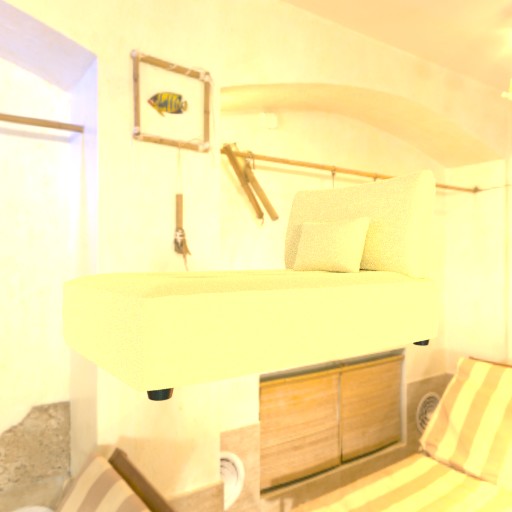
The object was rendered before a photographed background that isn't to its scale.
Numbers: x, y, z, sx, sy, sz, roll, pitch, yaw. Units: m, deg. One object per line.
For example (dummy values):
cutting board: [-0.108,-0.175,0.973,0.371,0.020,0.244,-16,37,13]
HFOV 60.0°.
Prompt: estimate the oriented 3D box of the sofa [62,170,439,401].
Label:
sofa: [0.000,0.000,2.005,1.450,0.820,0.930,0,0,-36]
